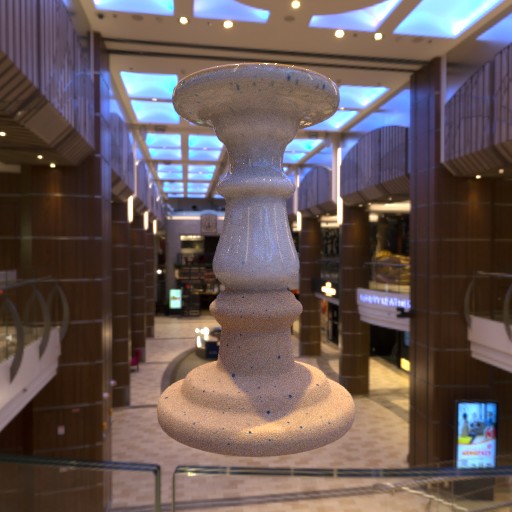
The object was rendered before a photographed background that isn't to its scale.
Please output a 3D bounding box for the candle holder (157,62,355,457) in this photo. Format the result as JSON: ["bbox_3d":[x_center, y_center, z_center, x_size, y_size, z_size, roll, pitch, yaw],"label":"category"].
[{"bbox_3d":[0.000,0.000,0.280,0.123,0.202,0.123,0,1,0],"label":"candle holder"}]
